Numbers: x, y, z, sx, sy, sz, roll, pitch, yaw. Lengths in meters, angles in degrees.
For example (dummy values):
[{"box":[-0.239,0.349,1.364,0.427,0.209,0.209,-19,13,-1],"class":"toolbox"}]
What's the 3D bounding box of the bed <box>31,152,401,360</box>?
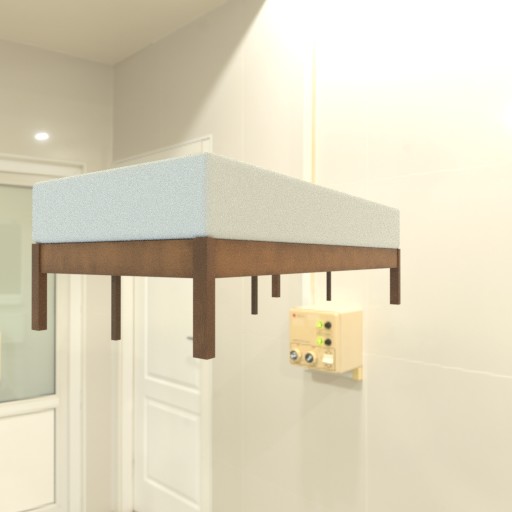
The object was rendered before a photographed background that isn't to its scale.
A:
[{"box":[0.000,0.000,2.348,0.961,0.616,1.902,0,0,35],"class":"bed"}]
